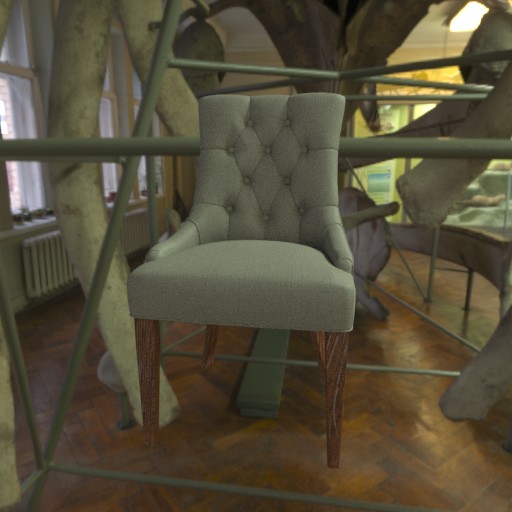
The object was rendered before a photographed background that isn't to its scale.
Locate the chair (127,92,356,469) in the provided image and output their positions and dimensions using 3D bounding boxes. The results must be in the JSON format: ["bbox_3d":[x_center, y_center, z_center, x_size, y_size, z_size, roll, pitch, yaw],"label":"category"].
[{"bbox_3d":[0.000,0.000,1.188,0.509,0.874,0.565,2,14,10],"label":"chair"}]
